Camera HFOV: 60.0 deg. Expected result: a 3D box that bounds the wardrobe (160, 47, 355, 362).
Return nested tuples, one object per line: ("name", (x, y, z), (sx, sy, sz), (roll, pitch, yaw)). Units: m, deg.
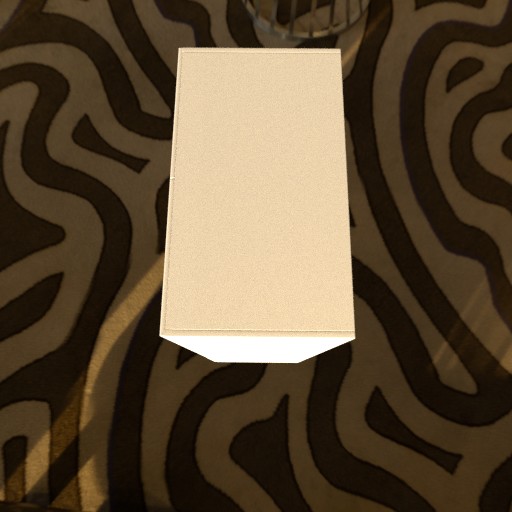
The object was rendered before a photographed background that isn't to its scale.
("wardrobe", (0.000, 0.000, 2.270), (0.577, 1.808, 0.991), (0, 74, 0))
